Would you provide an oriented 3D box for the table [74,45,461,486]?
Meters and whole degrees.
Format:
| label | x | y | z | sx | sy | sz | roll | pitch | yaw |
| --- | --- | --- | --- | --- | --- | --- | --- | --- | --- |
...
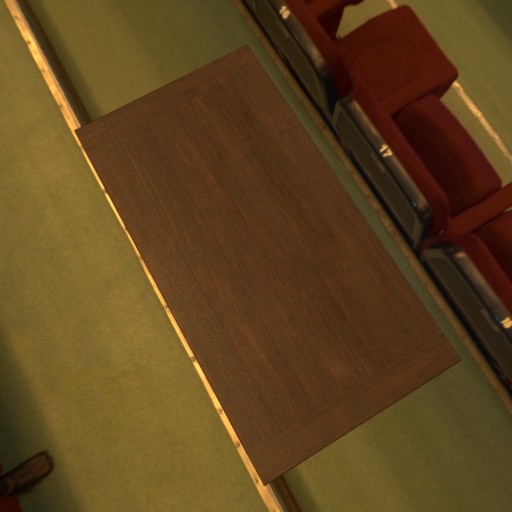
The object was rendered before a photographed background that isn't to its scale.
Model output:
| label | x | y | z | sx | sy | sz | roll | pitch | yaw |
| --- | --- | --- | --- | --- | --- | --- | --- | --- | --- |
| table | 0.000 | 0.000 | 1.641 | 0.700 | 0.494 | 1.270 | -29 | 78 | -7 |
